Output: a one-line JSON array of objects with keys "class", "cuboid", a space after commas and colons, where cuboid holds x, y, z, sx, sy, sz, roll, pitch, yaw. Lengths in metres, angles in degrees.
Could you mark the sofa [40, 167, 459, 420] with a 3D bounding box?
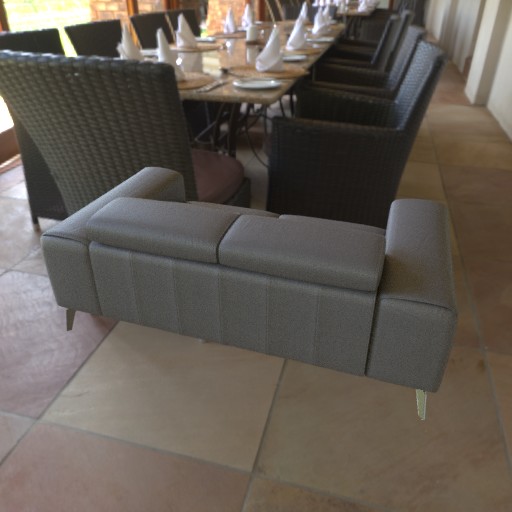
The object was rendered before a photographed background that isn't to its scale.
[{"class": "sofa", "cuboid": [0.000, 0.000, 2.401, 1.930, 0.753, 1.024, 10, 33, 16]}]
